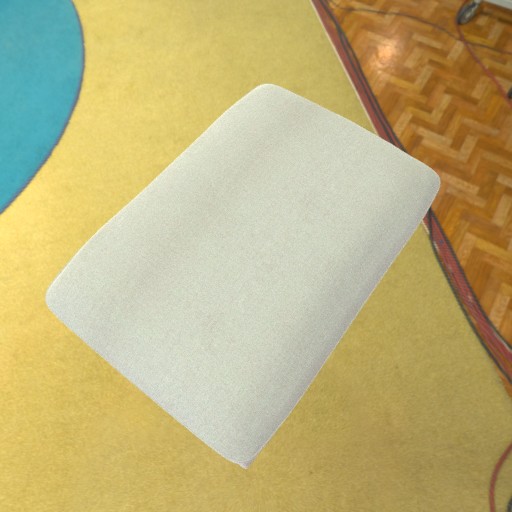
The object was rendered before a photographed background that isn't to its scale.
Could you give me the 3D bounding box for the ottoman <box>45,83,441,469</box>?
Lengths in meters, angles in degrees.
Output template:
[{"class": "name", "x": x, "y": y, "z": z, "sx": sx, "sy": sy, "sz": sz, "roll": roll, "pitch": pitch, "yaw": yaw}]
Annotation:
[{"class": "ottoman", "x": 0.000, "y": 0.000, "z": 1.331, "sx": 0.686, "sy": 0.453, "sz": 0.984, "roll": 34, "pitch": 68, "yaw": 16}]
